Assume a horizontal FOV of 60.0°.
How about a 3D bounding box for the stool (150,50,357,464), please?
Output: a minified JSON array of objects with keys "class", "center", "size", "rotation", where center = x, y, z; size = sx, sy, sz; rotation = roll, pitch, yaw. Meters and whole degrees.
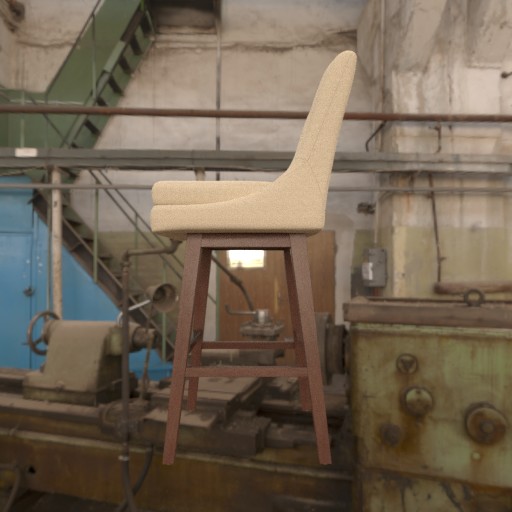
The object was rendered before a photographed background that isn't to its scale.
[{"class":"stool","center":[0.000,0.000,1.377],"size":[0.559,1.093,0.483],"rotation":[0,-1,0]}]
